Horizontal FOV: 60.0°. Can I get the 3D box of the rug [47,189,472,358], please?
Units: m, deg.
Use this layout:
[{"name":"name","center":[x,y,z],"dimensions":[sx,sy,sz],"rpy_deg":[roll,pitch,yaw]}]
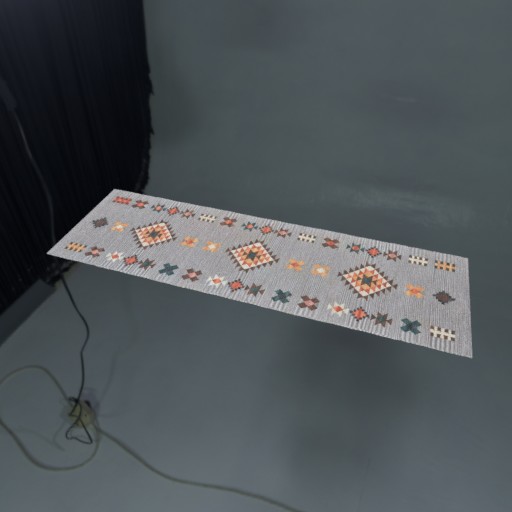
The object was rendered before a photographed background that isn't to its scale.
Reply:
[{"name":"rug","center":[0.000,0.000,2.682],"dimensions":[2.432,0.008,0.766],"rpy_deg":[12,42,14]}]
